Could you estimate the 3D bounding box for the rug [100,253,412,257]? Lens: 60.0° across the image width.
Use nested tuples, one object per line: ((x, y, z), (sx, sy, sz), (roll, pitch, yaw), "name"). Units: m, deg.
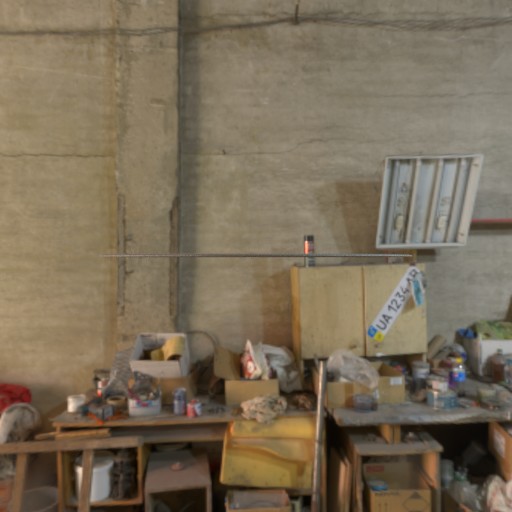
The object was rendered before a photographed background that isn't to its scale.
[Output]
((0.000, 0.000, 2.395), (1.593, 0.012, 1.593), (0, 0, 0), "rug")
